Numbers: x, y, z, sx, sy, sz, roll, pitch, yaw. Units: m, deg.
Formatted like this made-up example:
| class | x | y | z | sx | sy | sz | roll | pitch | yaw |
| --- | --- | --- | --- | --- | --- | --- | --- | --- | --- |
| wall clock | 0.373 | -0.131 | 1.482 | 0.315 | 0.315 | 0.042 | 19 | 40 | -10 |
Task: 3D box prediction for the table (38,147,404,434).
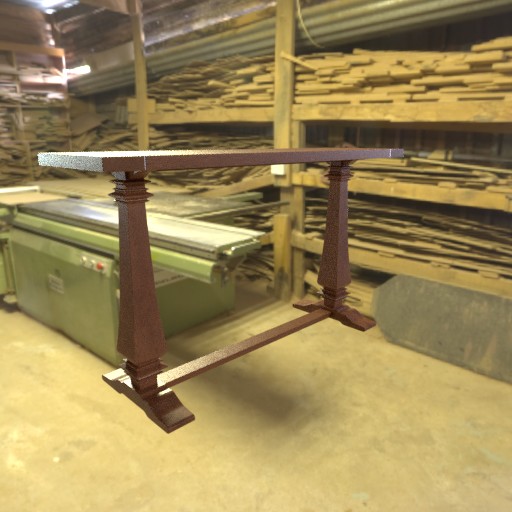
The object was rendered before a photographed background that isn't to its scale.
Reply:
| class | x | y | z | sx | sy | sz | roll | pitch | yaw |
| --- | --- | --- | --- | --- | --- | --- | --- | --- | --- |
| table | 0.000 | 0.000 | 1.840 | 1.478 | 0.852 | 0.461 | -14 | 20 | -42 |
